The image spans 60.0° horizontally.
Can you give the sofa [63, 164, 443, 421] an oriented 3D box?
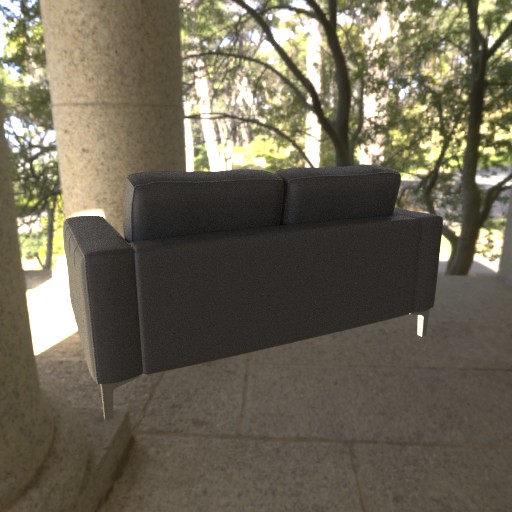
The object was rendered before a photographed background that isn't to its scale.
[{"bbox_3d":[0.000,0.000,2.225,1.726,0.892,0.833,-7,17,-26],"label":"sofa"}]
